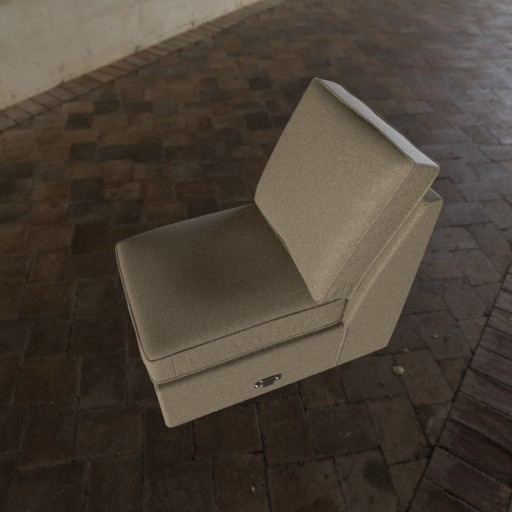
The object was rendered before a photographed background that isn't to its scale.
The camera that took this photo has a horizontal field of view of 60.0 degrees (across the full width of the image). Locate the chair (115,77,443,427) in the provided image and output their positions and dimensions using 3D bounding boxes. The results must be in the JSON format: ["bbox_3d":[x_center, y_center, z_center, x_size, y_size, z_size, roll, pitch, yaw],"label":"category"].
[{"bbox_3d":[0.000,0.000,1.722,1.020,1.058,0.674,-16,47,-16],"label":"chair"}]
